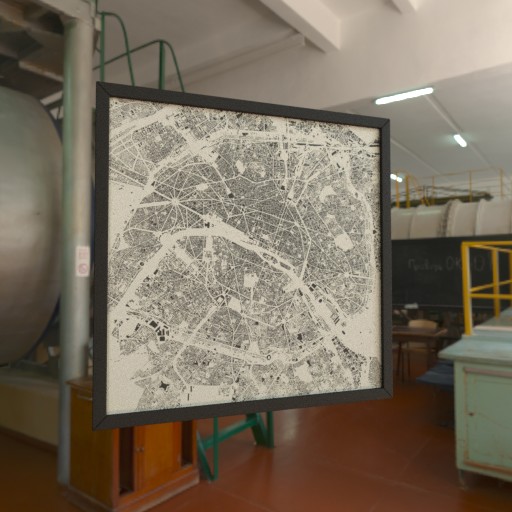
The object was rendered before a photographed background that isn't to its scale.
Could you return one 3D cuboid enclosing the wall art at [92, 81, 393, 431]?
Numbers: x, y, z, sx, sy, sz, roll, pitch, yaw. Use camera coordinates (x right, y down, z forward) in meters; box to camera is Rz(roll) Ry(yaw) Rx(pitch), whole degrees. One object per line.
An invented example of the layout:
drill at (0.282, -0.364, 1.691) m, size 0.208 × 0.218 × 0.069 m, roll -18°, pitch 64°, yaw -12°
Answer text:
wall art at (0.000, 0.000, 0.740) m, size 0.508 × 0.508 × 0.037 m, roll 1°, pitch -2°, yaw -19°
